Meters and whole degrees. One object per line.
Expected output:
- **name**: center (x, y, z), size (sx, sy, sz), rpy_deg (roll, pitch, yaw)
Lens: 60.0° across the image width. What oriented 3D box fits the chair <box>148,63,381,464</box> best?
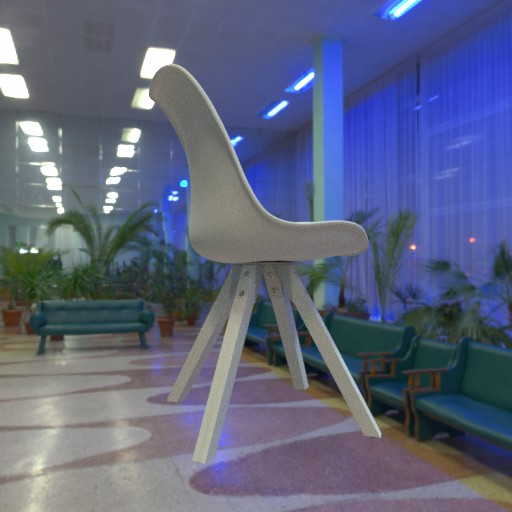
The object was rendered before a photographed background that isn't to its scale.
- **chair**: center (0.000, 0.000, 1.165), size (0.550, 0.850, 0.485), rpy_deg (0, -1, -18)
